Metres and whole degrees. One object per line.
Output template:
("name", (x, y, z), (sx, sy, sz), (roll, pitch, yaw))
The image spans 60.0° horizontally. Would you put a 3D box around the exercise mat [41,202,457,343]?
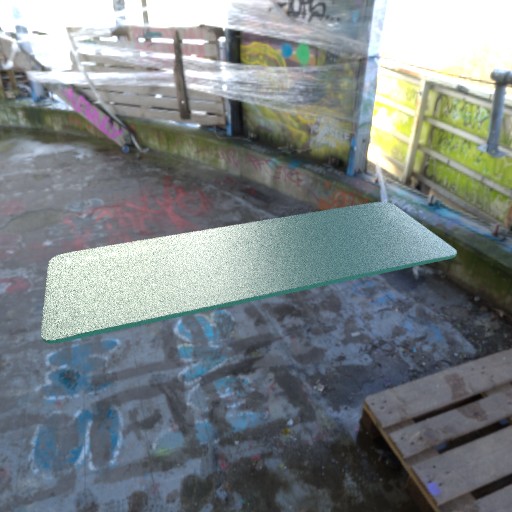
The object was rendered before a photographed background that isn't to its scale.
("exercise mat", (0.000, 0.000, 2.107), (1.869, 0.021, 0.616), (-11, 34, -16))
